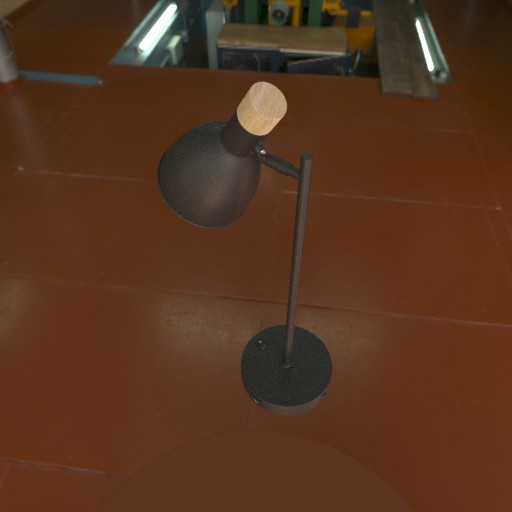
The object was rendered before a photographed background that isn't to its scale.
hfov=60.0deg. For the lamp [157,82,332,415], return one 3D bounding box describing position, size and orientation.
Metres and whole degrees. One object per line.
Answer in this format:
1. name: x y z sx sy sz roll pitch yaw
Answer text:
1. lamp: 0.000 0.000 0.602 0.287 0.483 0.152 33 55 27
